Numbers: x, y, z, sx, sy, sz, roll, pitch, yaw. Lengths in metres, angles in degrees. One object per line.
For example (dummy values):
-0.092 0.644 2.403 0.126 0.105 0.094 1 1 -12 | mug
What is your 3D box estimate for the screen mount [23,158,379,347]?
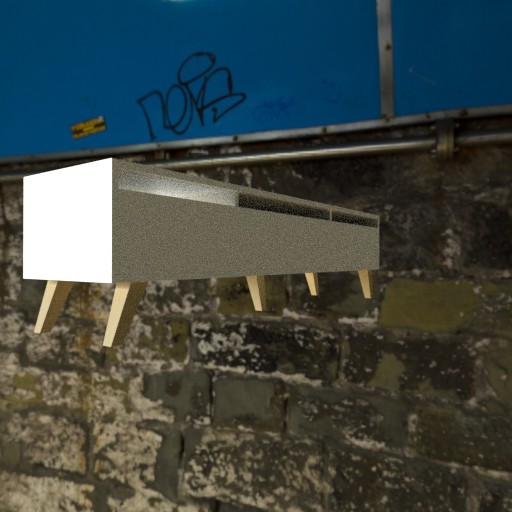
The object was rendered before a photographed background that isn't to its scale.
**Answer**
0.000 0.000 1.777 0.399 0.432 1.644 0 0 36 | screen mount
